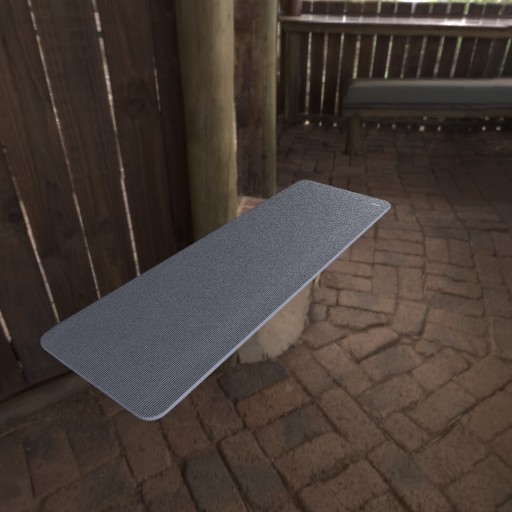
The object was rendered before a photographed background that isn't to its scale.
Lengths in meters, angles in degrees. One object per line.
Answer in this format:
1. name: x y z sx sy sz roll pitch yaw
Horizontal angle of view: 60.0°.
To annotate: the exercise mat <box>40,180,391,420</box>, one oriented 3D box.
1. exercise mat: 0.000 0.000 2.098 0.616 0.021 1.884 21 38 30
